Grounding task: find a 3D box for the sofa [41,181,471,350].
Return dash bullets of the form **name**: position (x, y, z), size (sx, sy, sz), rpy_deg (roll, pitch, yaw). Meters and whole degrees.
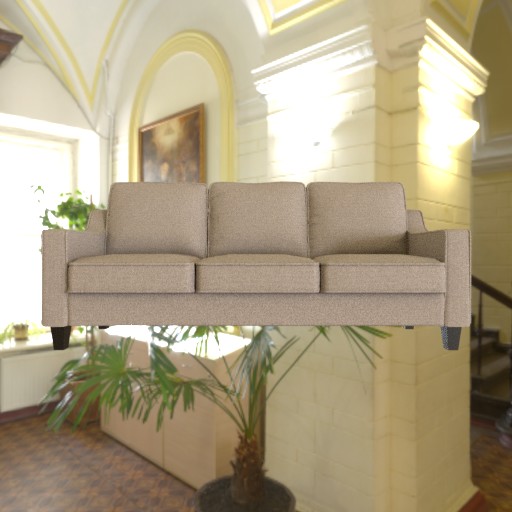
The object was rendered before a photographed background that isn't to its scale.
- **sofa**: position (0.000, 0.000, 2.588), size (2.129, 0.950, 0.899), rpy_deg (0, 0, 0)
